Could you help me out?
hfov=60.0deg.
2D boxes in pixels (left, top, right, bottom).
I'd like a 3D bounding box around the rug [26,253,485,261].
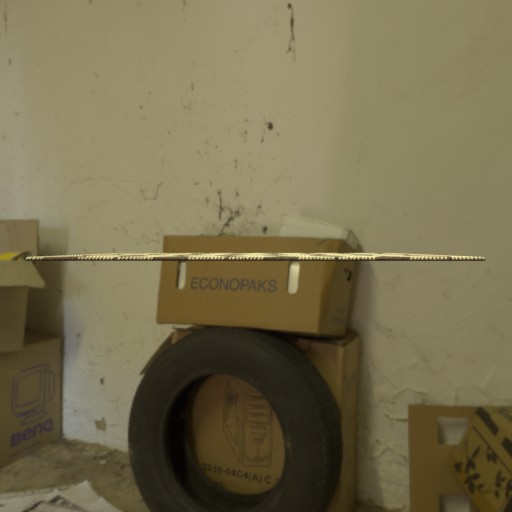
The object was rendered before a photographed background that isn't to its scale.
[{"bbox_3d":[0.000,0.000,2.359,1.833,0.016,1.210,0,1,0],"label":"rug"}]
